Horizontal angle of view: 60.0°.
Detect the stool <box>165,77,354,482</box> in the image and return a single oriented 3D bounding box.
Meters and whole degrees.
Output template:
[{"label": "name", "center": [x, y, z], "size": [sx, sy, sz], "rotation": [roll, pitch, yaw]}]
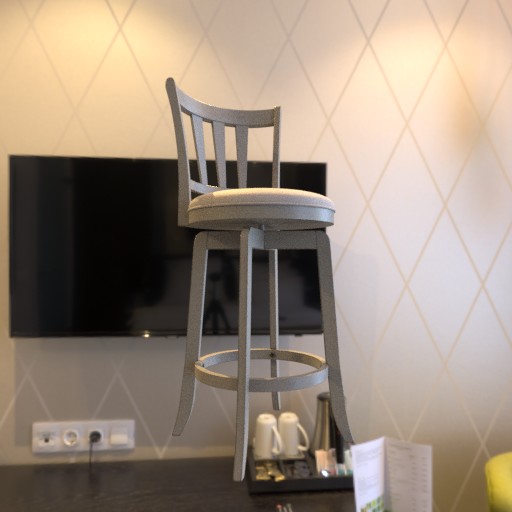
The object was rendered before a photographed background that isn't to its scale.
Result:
[{"label": "stool", "center": [0.000, 0.000, 1.295], "size": [0.436, 1.042, 0.475], "rotation": [0, -1, -36]}]
